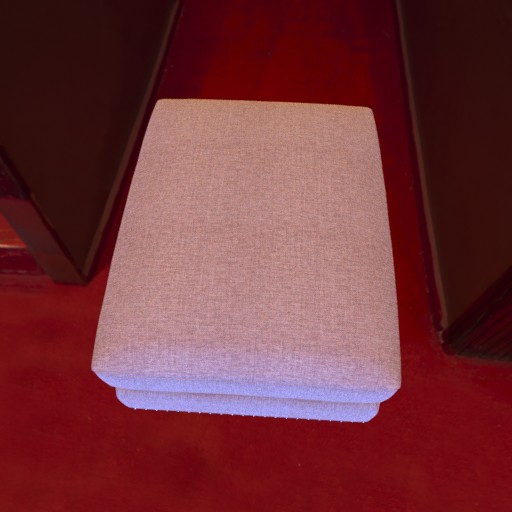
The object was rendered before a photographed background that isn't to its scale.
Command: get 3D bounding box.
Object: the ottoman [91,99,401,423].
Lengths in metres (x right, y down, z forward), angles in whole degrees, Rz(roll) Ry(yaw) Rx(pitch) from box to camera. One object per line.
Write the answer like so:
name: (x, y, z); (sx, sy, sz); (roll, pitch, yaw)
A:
ottoman: (0.000, 0.000, 1.132); (0.584, 0.513, 0.741); (3, 60, 2)
